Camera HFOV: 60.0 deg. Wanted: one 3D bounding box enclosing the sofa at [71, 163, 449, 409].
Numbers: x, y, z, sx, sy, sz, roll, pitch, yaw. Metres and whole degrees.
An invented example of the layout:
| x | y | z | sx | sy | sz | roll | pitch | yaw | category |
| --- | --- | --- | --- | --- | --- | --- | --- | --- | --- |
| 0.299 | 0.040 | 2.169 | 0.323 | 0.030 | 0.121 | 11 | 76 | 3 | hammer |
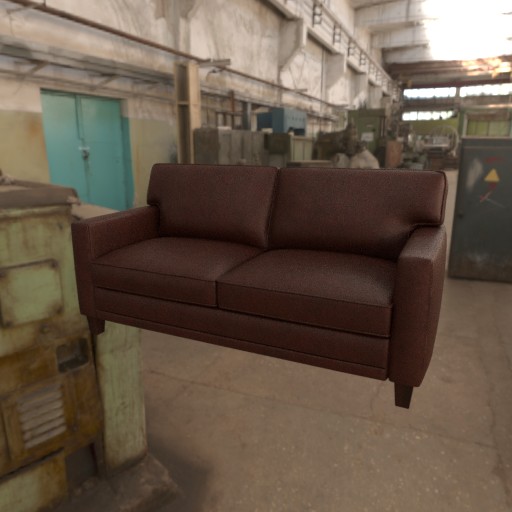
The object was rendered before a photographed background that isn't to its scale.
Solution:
| x | y | z | sx | sy | sz | roll | pitch | yaw | category |
| --- | --- | --- | --- | --- | --- | --- | --- | --- | --- |
| 0.000 | 0.000 | 2.391 | 1.876 | 0.928 | 0.912 | 7 | 16 | 24 | sofa |
